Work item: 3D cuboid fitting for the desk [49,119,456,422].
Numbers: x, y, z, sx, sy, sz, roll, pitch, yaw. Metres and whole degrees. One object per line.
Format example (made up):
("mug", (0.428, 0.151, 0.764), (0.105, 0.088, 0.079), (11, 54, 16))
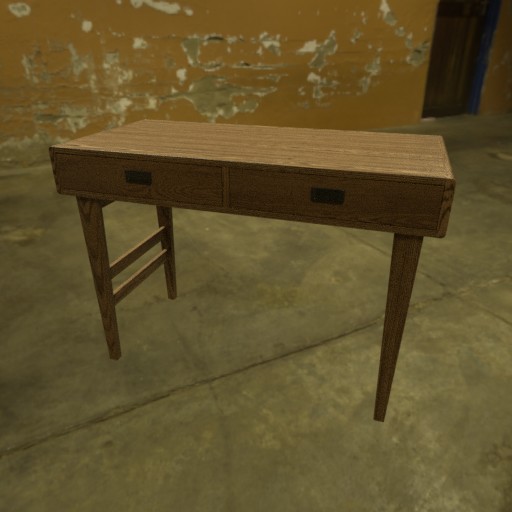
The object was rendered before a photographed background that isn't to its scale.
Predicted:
("desk", (0.000, 0.000, 1.474), (1.067, 0.755, 0.508), (8, 27, 16))
